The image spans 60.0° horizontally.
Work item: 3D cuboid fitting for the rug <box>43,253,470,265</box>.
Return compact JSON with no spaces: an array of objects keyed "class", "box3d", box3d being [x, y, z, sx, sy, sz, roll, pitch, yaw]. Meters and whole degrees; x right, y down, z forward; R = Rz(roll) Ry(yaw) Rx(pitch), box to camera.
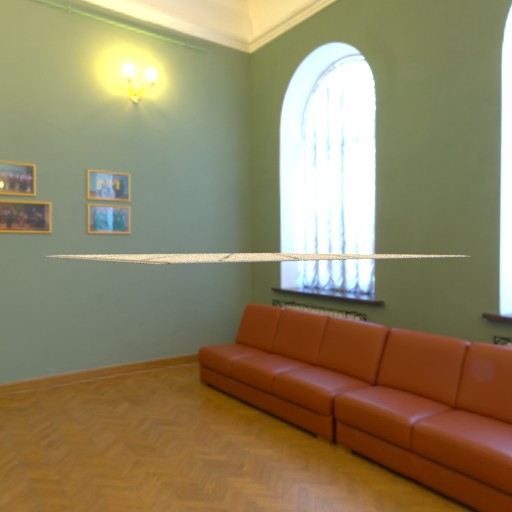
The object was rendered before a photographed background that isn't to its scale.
[{"class":"rug","box3d":[0.000,0.000,3.970,3.051,0.013,2.380,-1,1,-38]}]
